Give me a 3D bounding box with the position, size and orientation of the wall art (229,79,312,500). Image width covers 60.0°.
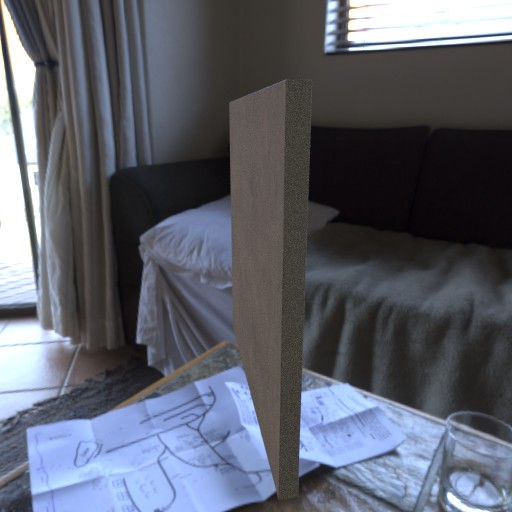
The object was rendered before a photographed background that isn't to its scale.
[{"bbox_3d":[0.000,0.000,0.664,0.023,0.453,0.455,-3,17,-9],"label":"wall art"}]
